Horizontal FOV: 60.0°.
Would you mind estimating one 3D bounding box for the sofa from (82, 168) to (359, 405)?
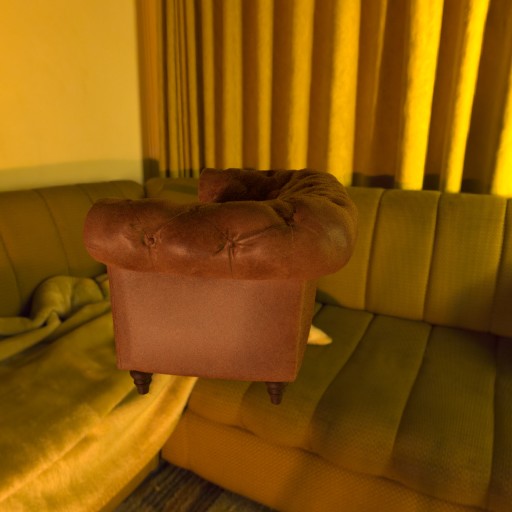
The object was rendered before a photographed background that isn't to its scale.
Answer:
[{"bbox_3d":[0.000,0.000,2.500,1.042,0.877,1.979,2,15,7],"label":"sofa"}]
